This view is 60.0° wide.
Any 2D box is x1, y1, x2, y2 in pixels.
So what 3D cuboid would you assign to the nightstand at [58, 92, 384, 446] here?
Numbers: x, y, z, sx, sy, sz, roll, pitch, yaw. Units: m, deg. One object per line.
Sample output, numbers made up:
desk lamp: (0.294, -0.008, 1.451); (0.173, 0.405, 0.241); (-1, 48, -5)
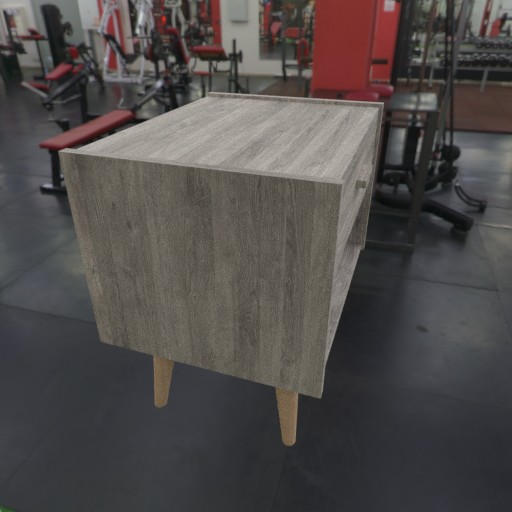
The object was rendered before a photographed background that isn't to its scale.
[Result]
nightstand: (0.000, 0.000, 0.845); (0.380, 0.500, 0.480); (10, 31, 17)
